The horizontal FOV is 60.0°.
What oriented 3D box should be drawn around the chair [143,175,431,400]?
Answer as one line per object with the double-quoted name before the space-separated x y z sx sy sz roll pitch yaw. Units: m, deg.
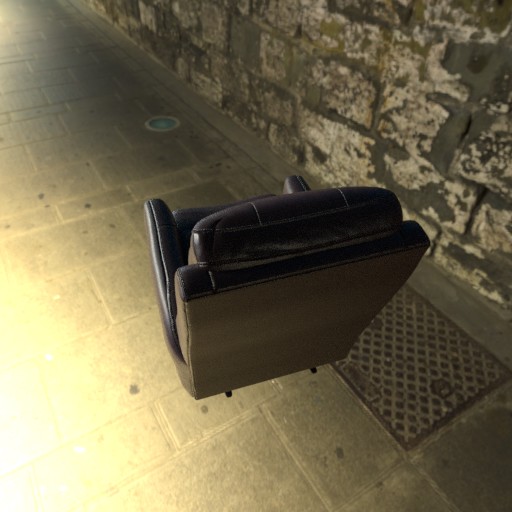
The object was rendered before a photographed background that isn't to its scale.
"chair" 0.000 0.000 1.770 0.829 1.030 1.080 -12 42 -13
